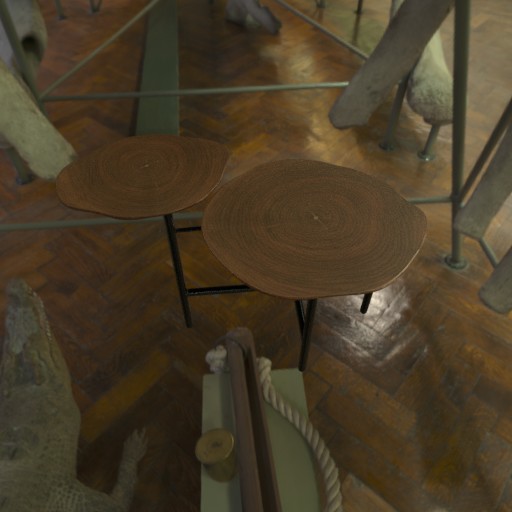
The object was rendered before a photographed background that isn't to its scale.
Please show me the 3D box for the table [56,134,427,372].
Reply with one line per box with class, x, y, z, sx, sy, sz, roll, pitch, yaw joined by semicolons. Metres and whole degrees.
table;0.000;0.000;1.067;0.759;0.538;0.442;-3;48;-3
